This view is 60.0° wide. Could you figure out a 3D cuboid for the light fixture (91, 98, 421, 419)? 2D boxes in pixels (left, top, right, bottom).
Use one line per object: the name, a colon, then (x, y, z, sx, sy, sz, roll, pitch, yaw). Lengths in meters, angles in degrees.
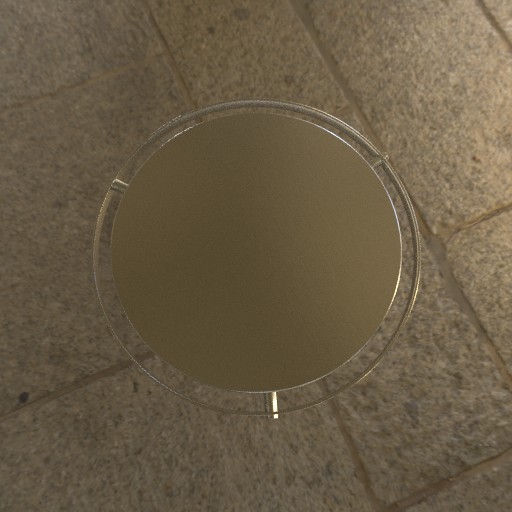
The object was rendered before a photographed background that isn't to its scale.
light fixture: (0.000, 0.000, 0.545, 0.361, 0.130, 0.361, 0, 75, 0)
